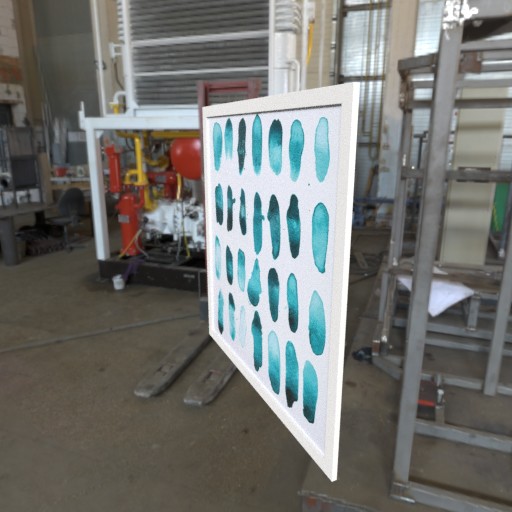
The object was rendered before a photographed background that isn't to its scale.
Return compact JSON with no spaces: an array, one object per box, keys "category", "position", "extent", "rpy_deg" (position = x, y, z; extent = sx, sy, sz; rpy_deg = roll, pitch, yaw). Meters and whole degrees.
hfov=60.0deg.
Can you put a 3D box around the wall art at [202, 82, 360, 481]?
[{"category":"wall art","position":[0.000,0.000,0.833],"extent":[0.009,0.559,0.558],"rpy_deg":[-7,17,-24]}]
